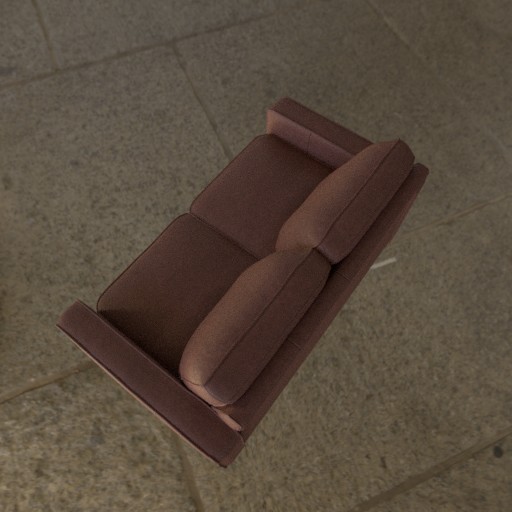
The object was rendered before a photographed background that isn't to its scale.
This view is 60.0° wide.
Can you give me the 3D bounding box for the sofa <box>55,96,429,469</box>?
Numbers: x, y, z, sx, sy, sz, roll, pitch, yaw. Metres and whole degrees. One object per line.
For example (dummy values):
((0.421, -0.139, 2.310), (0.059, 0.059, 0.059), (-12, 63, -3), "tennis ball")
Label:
((0.000, 0.000, 2.204), (0.947, 0.918, 1.709), (34, 68, 16), "sofa")
